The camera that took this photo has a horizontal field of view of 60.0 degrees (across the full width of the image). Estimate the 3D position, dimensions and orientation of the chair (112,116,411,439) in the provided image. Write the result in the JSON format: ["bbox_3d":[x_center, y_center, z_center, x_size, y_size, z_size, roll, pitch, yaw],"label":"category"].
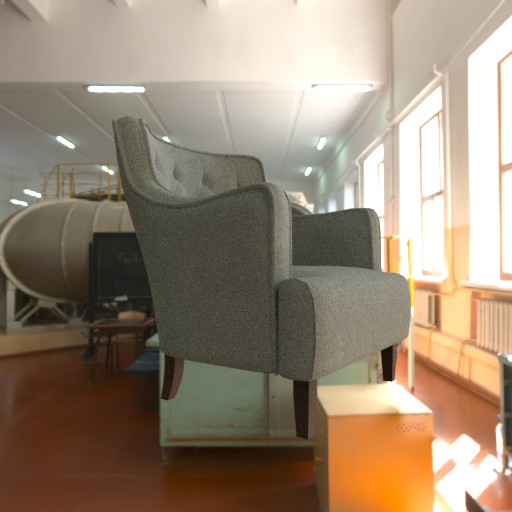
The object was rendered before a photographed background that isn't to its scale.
[{"bbox_3d":[0.000,0.000,1.571,0.910,0.920,0.820,-1,-1,35],"label":"chair"}]
